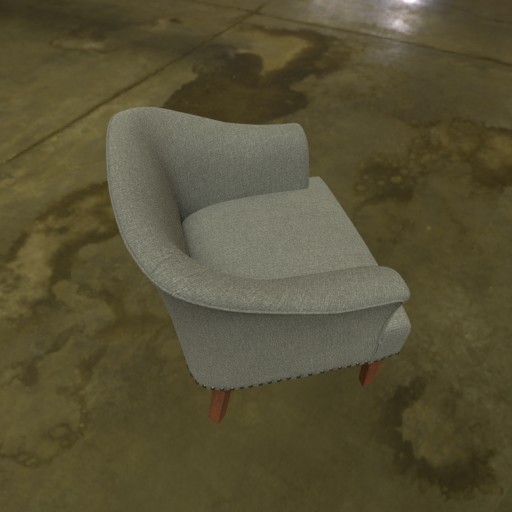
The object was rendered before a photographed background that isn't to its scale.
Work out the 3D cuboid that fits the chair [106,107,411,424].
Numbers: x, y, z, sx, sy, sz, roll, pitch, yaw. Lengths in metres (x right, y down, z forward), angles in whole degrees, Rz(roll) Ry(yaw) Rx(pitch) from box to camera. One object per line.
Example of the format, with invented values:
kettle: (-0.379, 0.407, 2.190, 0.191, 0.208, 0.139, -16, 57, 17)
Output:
chair: (0.000, 0.000, 1.360, 0.704, 0.815, 0.798, -11, 48, -11)
